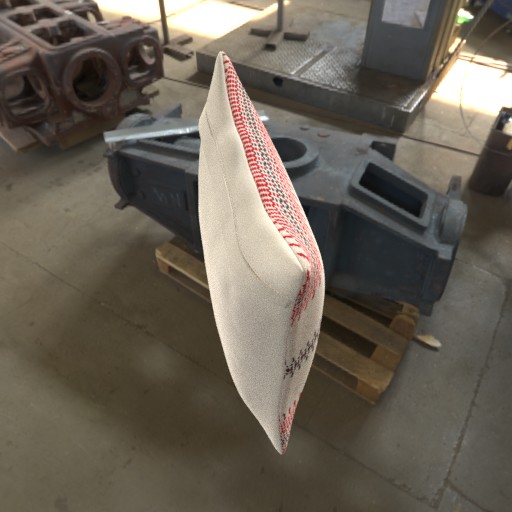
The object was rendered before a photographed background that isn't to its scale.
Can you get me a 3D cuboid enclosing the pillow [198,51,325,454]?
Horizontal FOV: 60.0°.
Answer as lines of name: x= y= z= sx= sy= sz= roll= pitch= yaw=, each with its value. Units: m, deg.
pillow: x=0.000 y=0.000 z=0.704 sx=0.160 sy=0.454 sz=0.463 roll=-9 pitch=48 yaw=-8
